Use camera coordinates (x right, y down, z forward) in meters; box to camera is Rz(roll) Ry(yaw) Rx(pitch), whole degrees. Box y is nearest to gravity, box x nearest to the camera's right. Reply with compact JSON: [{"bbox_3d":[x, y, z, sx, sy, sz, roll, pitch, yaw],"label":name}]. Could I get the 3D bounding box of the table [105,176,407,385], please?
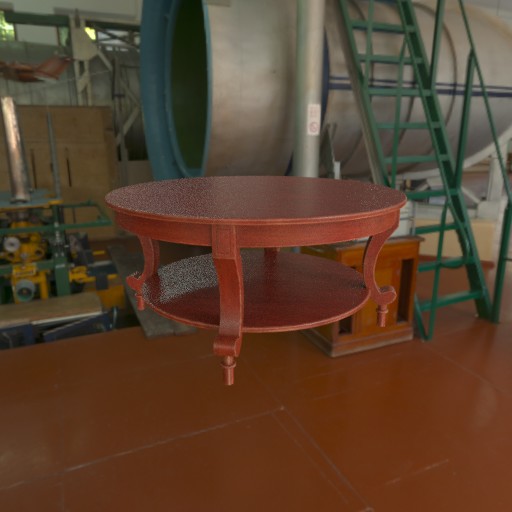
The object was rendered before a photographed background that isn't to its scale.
[{"bbox_3d":[0.000,0.000,1.647,1.029,0.486,1.029,0,16,0],"label":"table"}]
